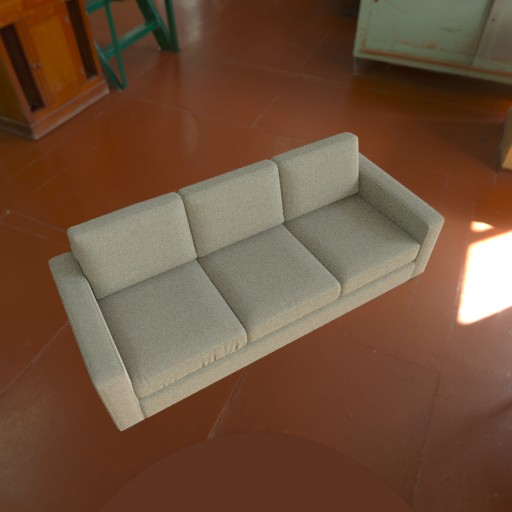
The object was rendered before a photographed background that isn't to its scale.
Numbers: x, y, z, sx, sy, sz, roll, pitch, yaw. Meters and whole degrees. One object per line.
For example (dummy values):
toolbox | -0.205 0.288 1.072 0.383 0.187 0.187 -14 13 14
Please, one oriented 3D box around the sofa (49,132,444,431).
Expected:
sofa | 0.000 0.000 2.667 2.160 0.800 0.900 -23 51 -20
